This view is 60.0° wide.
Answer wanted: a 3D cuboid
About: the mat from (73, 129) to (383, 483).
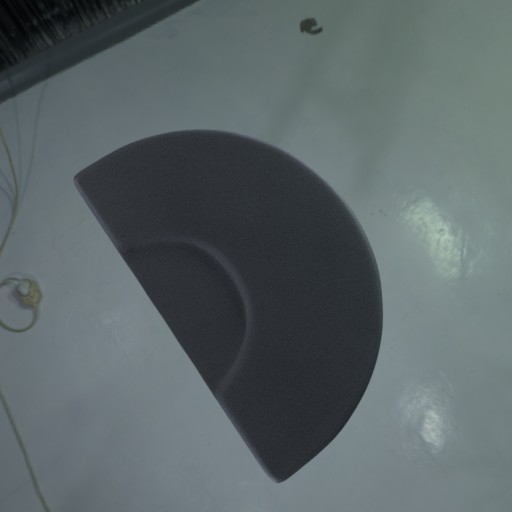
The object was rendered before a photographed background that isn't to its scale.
[{"bbox_3d":[0.000,0.000,1.850,0.917,0.016,1.525,-35,79,-8],"label":"mat"}]
